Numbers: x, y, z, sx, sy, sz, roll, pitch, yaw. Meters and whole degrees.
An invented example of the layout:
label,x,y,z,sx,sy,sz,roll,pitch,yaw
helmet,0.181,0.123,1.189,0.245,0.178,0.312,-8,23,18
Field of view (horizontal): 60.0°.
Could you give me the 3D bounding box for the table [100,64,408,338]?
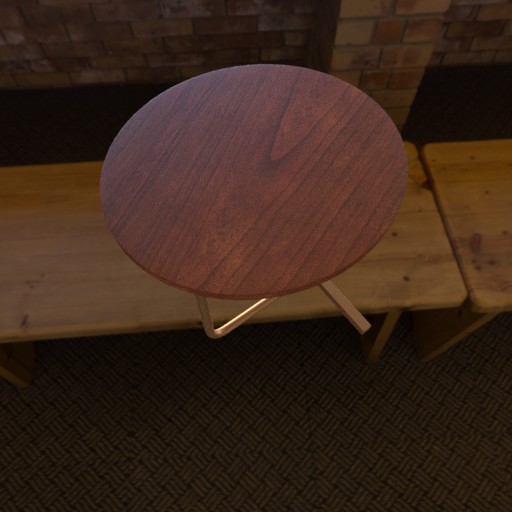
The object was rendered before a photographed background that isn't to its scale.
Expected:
label,x,y,z,sx,sy,sz,roll,pitch,yaw
table,0.000,0.000,1.125,0.577,0.706,0.530,-32,65,-17
